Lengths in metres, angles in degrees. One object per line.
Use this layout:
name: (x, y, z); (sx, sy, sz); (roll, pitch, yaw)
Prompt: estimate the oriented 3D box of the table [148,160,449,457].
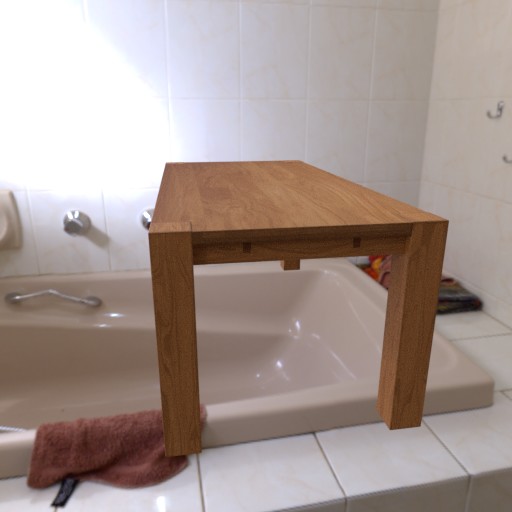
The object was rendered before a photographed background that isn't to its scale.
table: (0.000, 0.000, 2.246); (0.900, 0.760, 1.800); (-3, 18, -9)
